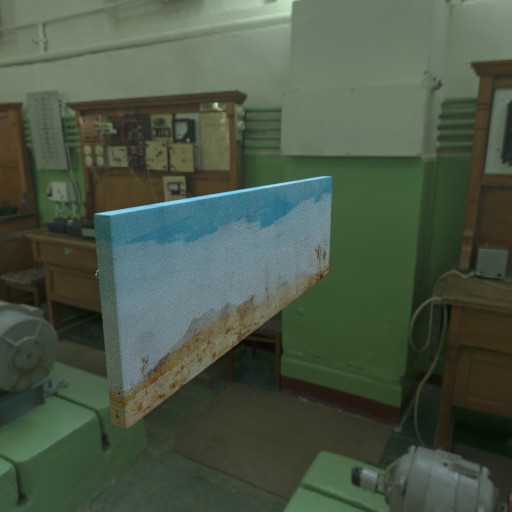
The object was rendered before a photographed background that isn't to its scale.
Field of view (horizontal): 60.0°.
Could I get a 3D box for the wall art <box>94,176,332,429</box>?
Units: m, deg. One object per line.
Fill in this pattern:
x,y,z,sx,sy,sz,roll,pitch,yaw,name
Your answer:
0.000,0.000,0.826,0.044,0.254,0.759,7,15,26,wall art
